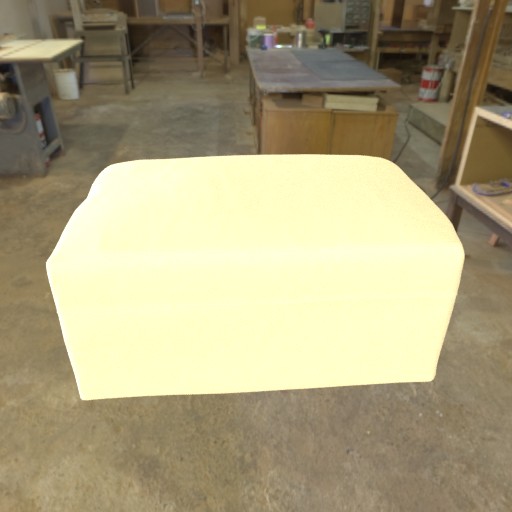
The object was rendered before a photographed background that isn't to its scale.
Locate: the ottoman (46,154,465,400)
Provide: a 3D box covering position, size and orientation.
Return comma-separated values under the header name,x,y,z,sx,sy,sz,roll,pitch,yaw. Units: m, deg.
name,x,y,z,sx,sy,sz,roll,pitch,yaw
ottoman,0.000,0.000,1.195,0.872,0.444,0.590,-2,31,-3
